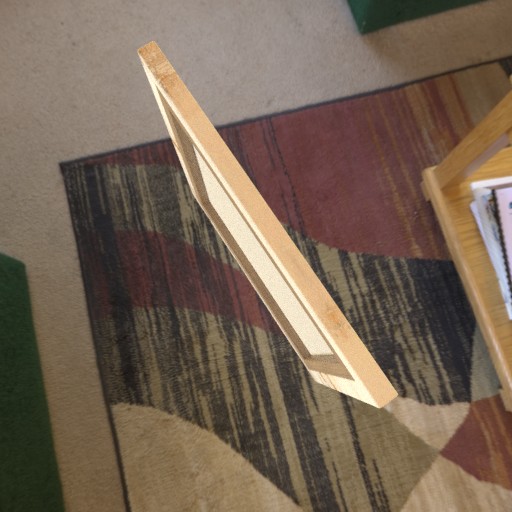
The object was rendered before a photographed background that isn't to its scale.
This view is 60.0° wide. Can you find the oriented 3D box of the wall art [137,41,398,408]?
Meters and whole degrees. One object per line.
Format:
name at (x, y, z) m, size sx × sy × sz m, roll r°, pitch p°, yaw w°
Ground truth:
wall art at (0.000, 0.000, 1.120) m, size 0.038 × 0.755 × 0.753 m, roll -32°, pitch 79°, yaw -7°
